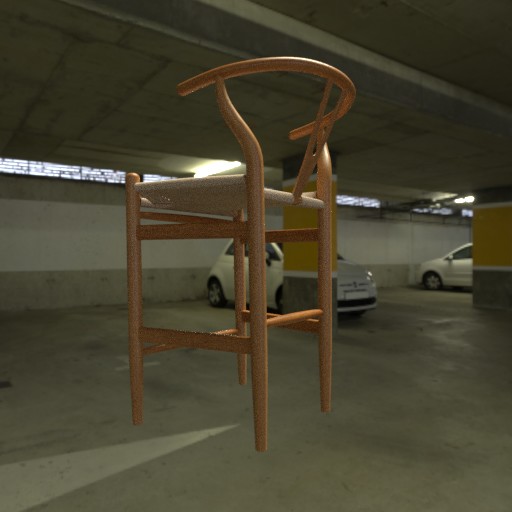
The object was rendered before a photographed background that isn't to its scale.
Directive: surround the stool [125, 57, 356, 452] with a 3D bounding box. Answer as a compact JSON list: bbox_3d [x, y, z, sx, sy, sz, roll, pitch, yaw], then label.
[{"bbox_3d":[0.000,0.000,1.335,0.579,0.970,0.569,0,0,37],"label":"stool"}]
